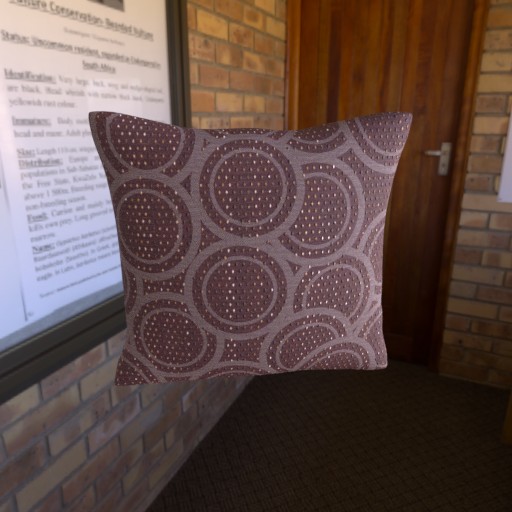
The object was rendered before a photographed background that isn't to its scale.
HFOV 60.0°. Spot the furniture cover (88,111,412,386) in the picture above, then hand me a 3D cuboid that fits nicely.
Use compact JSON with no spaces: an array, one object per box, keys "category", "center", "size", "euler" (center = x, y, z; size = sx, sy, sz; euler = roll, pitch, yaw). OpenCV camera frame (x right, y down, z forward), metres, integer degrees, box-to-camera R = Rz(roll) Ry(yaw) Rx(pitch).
[{"category":"furniture cover","center":[0.000,0.000,0.820],"size":[0.552,0.509,0.193],"euler":[-2,17,-7]}]
